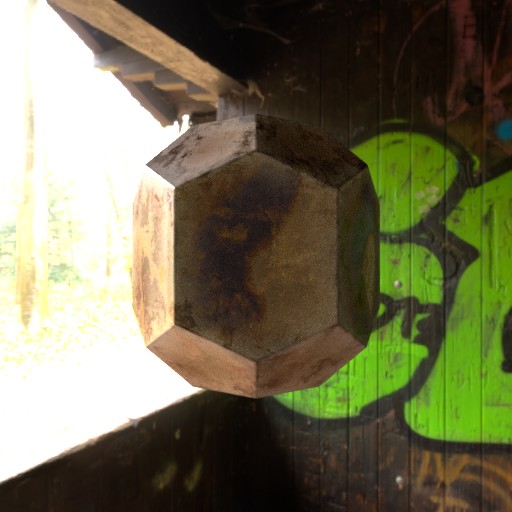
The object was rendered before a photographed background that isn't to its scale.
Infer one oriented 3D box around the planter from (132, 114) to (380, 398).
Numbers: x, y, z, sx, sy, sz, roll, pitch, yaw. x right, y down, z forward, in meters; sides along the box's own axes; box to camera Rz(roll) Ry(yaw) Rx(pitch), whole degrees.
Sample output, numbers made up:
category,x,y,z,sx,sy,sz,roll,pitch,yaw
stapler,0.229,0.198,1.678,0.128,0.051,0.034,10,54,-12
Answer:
category,x,y,z,sx,sy,sz,roll,pitch,yaw
planter,0.000,0.000,0.435,0.243,0.238,0.221,0,0,0
